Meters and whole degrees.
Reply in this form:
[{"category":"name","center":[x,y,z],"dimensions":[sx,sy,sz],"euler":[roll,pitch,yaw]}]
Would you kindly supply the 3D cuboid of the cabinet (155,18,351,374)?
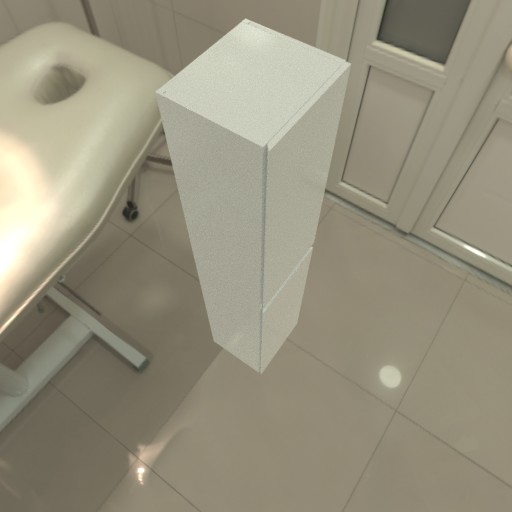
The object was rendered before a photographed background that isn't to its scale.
[{"category":"cabinet","center":[0.000,0.000,1.489],"dimensions":[0.270,1.400,0.300],"euler":[31,64,17]}]
